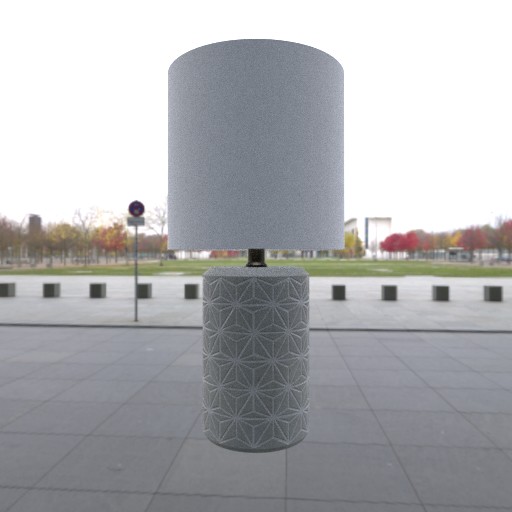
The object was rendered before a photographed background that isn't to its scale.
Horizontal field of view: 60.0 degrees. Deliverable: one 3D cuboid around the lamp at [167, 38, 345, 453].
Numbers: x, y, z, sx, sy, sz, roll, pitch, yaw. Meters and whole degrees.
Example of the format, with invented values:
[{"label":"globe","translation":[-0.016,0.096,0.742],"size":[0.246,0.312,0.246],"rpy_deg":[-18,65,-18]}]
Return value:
[{"label":"lamp","translation":[0.000,0.000,0.526],"size":[0.206,0.416,0.206],"rpy_deg":[0,0,19]}]
